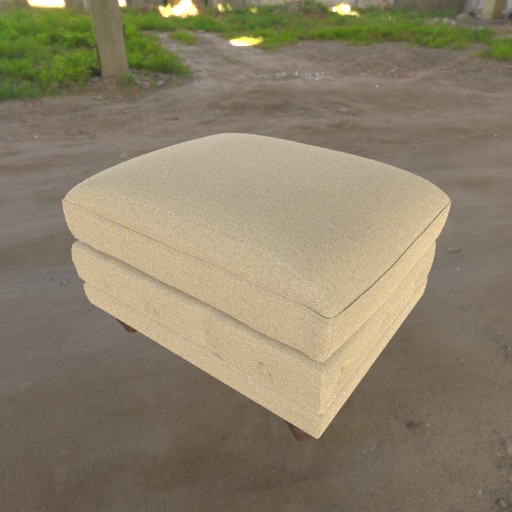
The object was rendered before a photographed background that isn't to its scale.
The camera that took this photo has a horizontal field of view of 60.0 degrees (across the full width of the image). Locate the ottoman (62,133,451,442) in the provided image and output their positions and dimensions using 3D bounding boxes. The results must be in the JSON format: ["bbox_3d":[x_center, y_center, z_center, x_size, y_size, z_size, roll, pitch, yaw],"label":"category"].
[{"bbox_3d":[0.000,0.000,1.030,0.684,0.463,0.541,22,38,31],"label":"ottoman"}]
